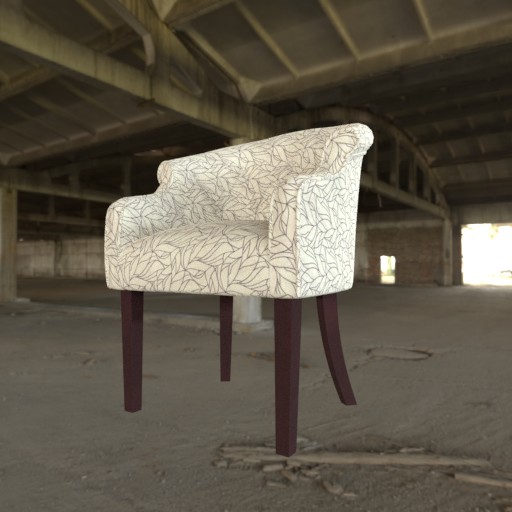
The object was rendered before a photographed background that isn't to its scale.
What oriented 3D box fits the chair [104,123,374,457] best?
[{"bbox_3d":[0.000,0.000,1.299,0.686,0.858,0.613,-1,-1,34],"label":"chair"}]
